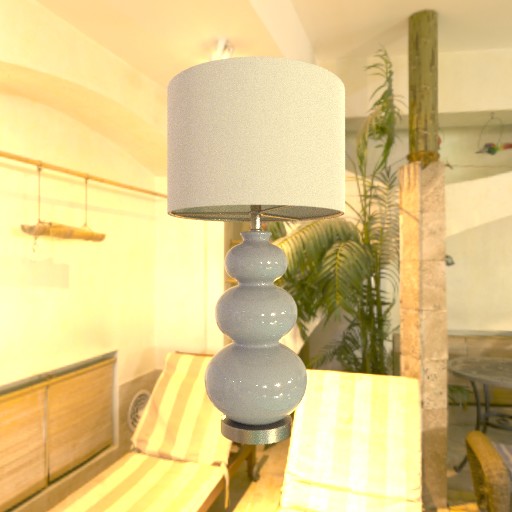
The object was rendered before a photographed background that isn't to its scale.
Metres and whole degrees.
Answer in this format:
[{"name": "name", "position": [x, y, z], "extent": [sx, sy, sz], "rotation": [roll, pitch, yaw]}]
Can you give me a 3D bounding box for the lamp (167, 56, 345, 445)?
[{"name": "lamp", "position": [0.000, 0.000, 0.933], "extent": [0.367, 0.730, 0.367], "rotation": [0, 0, 18]}]
